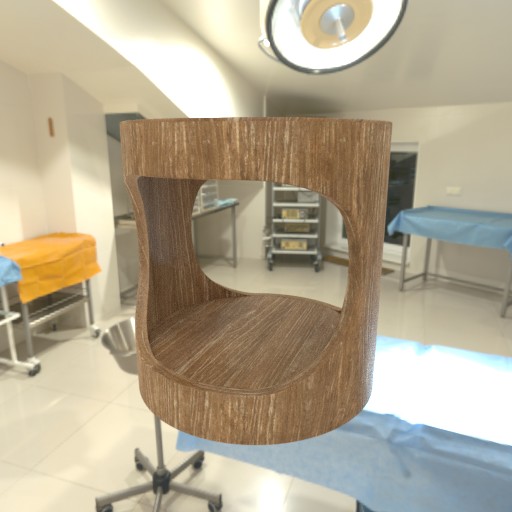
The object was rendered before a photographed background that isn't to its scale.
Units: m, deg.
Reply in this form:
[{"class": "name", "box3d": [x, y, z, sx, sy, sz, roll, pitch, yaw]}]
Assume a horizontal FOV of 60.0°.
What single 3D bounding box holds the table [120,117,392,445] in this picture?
[{"class": "table", "box3d": [0.000, 0.000, 0.962, 0.527, 0.551, 0.527, 0, 15, 0]}]
